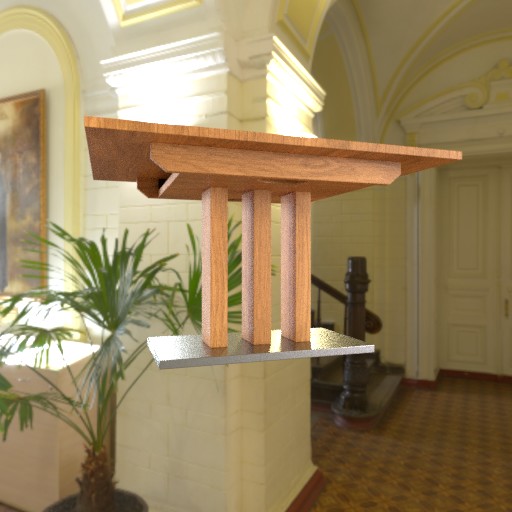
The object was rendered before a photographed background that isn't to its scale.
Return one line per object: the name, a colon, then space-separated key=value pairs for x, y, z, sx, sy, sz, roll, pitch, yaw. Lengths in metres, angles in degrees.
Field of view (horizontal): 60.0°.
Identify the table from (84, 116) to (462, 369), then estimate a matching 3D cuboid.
table: x=0.000 y=0.000 z=1.851 sx=1.300 sy=0.770 sz=0.900 roll=0 pitch=0 yaw=-19
